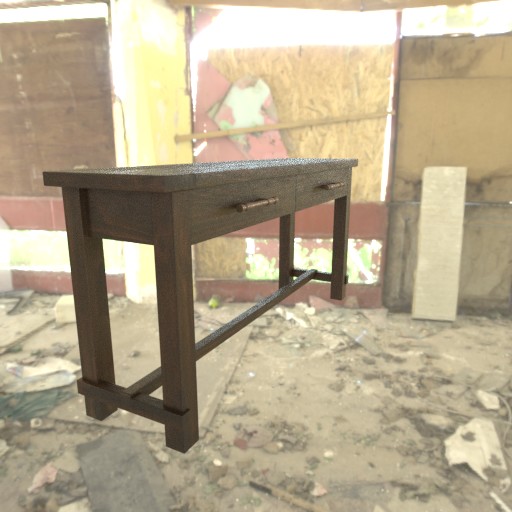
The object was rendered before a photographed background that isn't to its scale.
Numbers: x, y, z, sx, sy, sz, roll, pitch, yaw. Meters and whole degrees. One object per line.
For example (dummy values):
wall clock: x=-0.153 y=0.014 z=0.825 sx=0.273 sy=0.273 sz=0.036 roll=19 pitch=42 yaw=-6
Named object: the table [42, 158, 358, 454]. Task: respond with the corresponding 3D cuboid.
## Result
table: x=0.000 y=0.000 z=1.854 sx=0.442 sy=0.762 sz=1.599 roll=7 pitch=16 yaw=27
